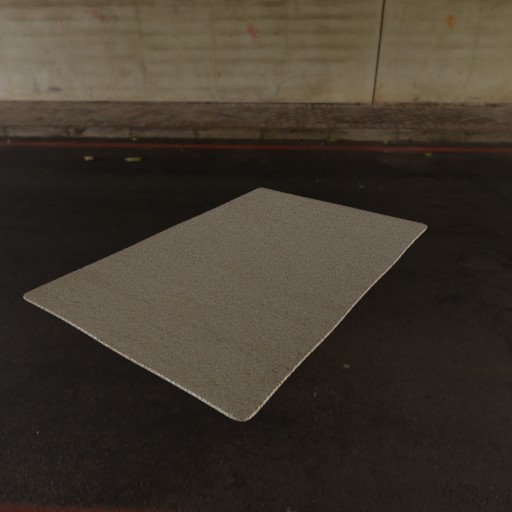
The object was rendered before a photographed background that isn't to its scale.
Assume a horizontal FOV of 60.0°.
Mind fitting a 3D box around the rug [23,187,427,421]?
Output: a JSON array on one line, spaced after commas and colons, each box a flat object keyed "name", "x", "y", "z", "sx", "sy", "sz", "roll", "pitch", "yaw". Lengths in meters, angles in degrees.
[{"name": "rug", "x": 0.000, "y": 0.000, "z": 3.372, "sx": 1.798, "sy": 0.025, "sz": 2.698, "roll": 18, "pitch": 32, "yaw": 31}]
